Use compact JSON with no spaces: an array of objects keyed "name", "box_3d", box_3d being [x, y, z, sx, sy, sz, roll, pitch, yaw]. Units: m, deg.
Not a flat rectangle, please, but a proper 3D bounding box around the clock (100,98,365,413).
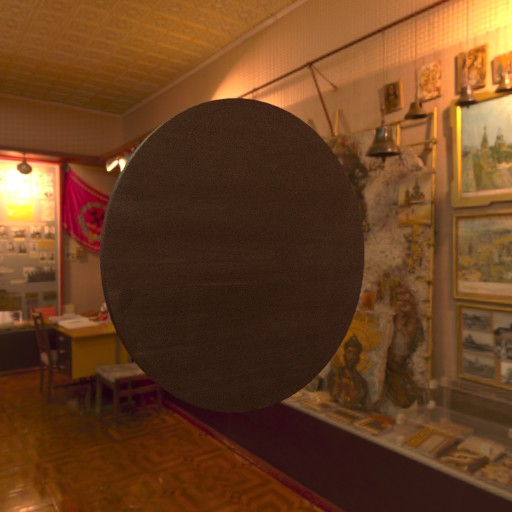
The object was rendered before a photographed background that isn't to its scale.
[{"name":"clock","box_3d":[0.000,0.000,0.866,0.595,0.595,0.029,-1,1,-35]}]
